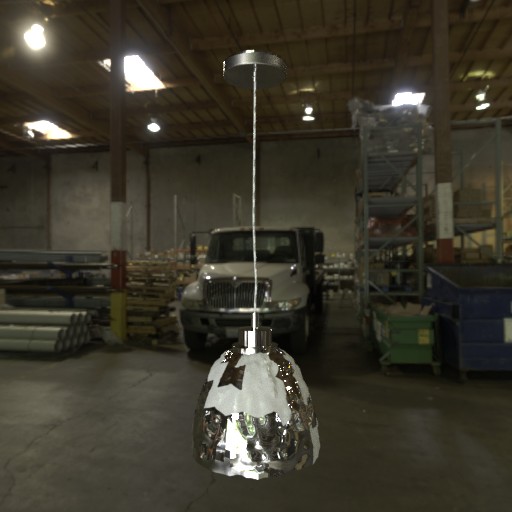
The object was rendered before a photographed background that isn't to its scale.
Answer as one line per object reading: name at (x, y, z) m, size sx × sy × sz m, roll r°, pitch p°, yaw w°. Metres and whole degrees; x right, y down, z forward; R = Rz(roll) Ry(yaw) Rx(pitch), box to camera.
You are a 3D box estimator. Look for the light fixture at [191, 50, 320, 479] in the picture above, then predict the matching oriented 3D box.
light fixture at (0.000, 0.000, 1.746) m, size 0.500 × 1.511 × 0.496 m, roll 0°, pitch -1°, yaw -2°
